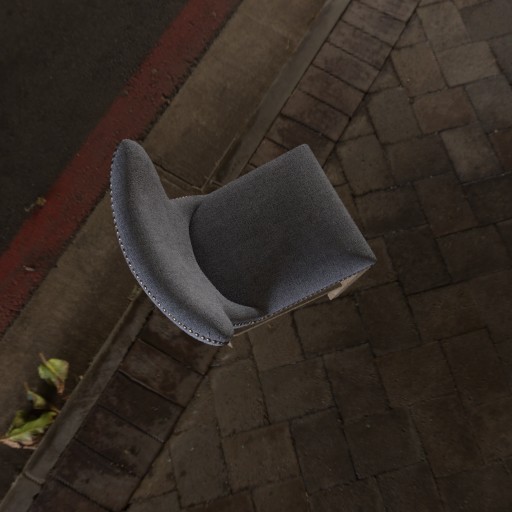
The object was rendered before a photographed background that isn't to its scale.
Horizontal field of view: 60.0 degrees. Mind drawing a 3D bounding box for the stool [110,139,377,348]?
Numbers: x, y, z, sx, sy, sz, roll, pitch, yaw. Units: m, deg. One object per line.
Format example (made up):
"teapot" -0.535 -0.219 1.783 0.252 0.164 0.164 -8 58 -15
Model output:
"stool" 0.000 0.000 1.454 0.606 1.123 0.494 -27 78 -6
